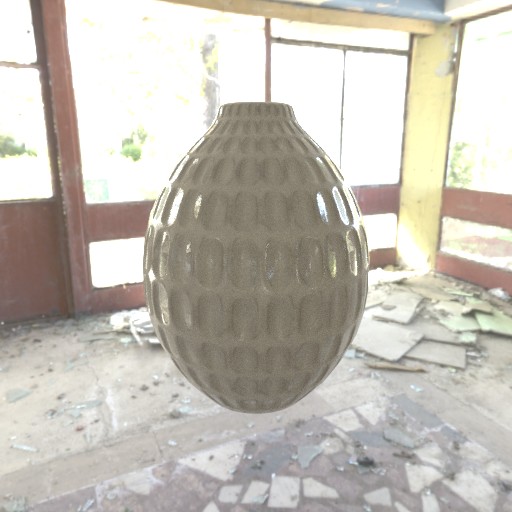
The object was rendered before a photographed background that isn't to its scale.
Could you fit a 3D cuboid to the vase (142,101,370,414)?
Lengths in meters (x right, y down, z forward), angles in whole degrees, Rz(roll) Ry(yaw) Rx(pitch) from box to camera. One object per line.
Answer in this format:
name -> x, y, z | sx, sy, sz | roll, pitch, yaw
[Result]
vase -> 0.000, 0.000, 0.256 | 0.128, 0.167, 0.128 | 0, 15, 0
